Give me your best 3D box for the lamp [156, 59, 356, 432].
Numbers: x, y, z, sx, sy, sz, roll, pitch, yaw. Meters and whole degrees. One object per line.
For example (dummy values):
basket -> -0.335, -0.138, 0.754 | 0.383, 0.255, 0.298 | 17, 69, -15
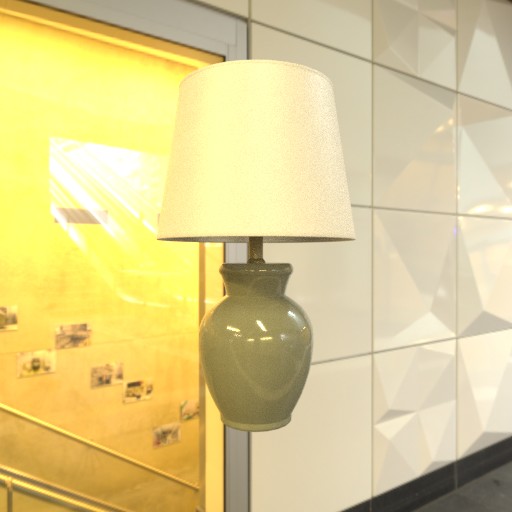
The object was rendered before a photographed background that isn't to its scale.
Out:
lamp -> 0.000, 0.000, 0.544 | 0.239, 0.399, 0.239 | 0, 0, 0
